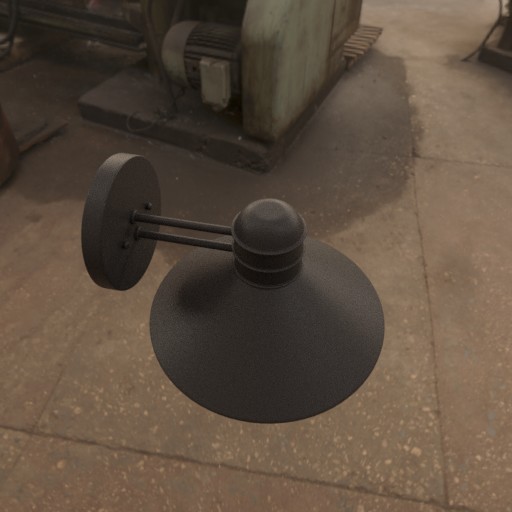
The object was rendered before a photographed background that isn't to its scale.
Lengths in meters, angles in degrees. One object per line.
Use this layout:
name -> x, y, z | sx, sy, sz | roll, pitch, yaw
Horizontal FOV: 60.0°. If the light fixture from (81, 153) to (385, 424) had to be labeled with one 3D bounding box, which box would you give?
light fixture -> 0.000, 0.000, 0.671 | 0.434, 0.265, 0.396 | 9, 47, 8
